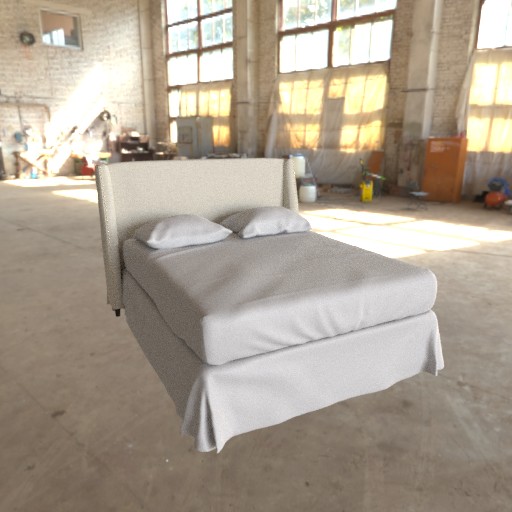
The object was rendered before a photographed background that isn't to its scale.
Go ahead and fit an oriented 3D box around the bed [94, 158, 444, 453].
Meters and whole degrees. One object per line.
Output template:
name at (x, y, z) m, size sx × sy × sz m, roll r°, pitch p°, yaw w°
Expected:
bed at (0.000, 0.000, 3.368) m, size 1.925 × 1.332 × 2.276 m, roll -8°, pitch 17°, yaw -26°
